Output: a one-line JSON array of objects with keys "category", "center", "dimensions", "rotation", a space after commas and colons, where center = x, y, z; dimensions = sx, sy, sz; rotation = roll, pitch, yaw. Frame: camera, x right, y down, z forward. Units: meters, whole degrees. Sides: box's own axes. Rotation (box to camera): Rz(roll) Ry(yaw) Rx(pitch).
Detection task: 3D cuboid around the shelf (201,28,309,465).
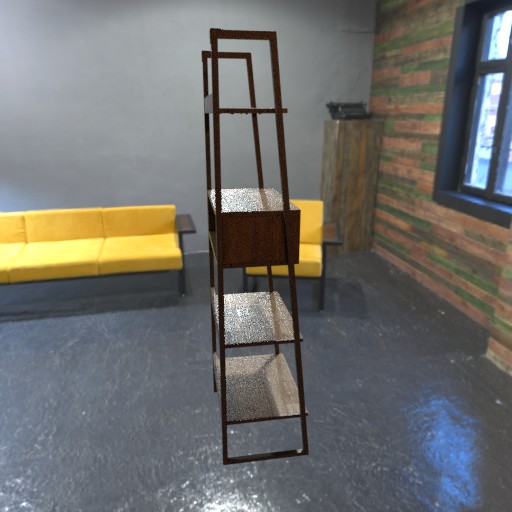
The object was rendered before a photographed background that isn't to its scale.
[{"category": "shelf", "center": [0.000, 0.000, 2.284], "dimensions": [0.454, 2.005, 0.652], "rotation": [-3, 18, -9]}]
